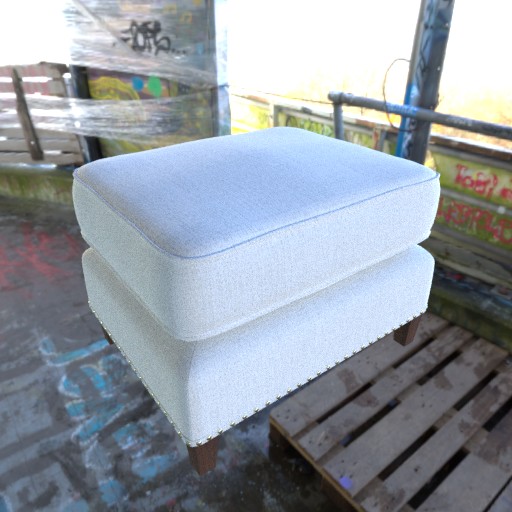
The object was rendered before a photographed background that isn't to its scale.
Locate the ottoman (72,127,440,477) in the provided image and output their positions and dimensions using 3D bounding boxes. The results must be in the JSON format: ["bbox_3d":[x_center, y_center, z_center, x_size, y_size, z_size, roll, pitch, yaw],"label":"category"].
[{"bbox_3d":[0.000,0.000,1.130,0.738,0.537,0.589,-20,35,-31],"label":"ottoman"}]
